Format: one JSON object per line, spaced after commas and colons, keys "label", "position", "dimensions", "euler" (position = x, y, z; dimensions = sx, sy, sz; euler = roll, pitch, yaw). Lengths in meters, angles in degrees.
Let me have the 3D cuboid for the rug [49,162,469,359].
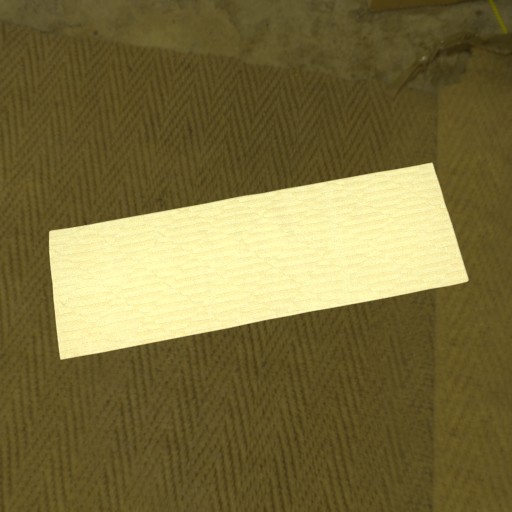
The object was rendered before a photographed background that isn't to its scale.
{"label": "rug", "position": [0.000, 0.000, 2.682], "dimensions": [2.450, 0.014, 0.793], "euler": [-11, 76, -3]}
